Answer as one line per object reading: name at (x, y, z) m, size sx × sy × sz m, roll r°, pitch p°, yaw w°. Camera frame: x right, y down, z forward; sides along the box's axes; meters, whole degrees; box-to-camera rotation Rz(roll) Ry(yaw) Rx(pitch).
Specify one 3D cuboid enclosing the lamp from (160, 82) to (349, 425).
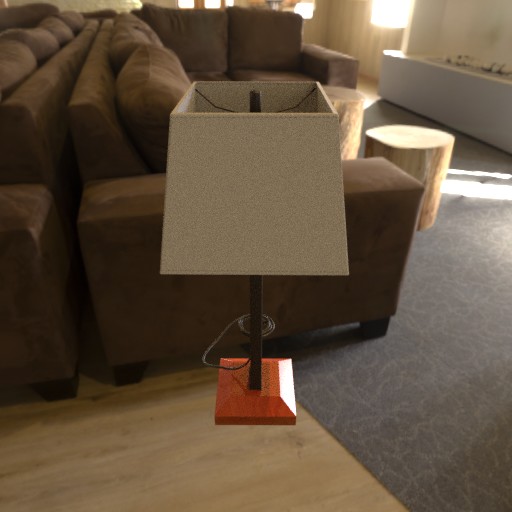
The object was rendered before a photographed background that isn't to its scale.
lamp at (0.000, 0.000, 0.994) m, size 0.310 × 0.737 × 0.498 m, roll 0°, pitch 31°, yaw 1°
